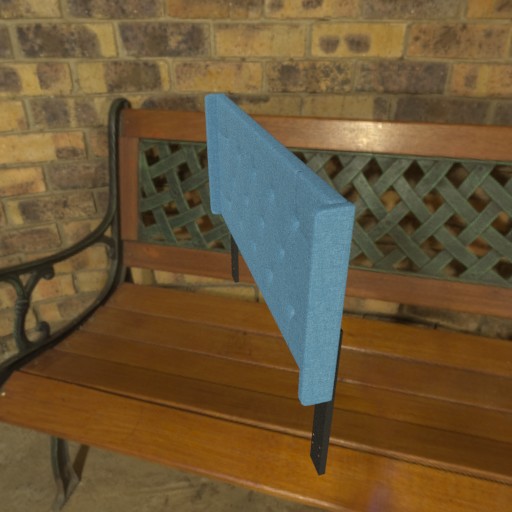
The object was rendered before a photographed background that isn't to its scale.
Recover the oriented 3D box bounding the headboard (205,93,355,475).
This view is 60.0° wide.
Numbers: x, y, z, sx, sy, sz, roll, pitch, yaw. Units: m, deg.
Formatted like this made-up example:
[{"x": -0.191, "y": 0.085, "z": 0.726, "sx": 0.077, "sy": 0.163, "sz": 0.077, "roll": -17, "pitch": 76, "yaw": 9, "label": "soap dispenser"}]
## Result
[{"x": 0.000, "y": 0.000, "z": 2.686, "sx": 0.184, "sy": 1.524, "sz": 2.051, "roll": -8, "pitch": 31, "yaw": -14, "label": "headboard"}]
